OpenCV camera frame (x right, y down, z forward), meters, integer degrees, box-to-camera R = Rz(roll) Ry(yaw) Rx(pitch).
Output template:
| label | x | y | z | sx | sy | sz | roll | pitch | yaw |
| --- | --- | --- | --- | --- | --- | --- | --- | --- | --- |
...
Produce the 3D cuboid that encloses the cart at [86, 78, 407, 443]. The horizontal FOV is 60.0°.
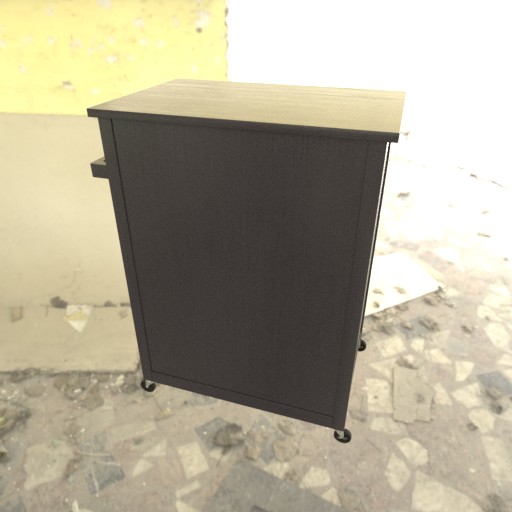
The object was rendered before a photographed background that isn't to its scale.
| label | x | y | z | sx | sy | sz | roll | pitch | yaw |
| --- | --- | --- | --- | --- | --- | --- | --- | --- | --- |
| cart | 0.000 | 0.000 | 1.286 | 0.690 | 0.878 | 0.449 | 9 | 32 | 16 |
